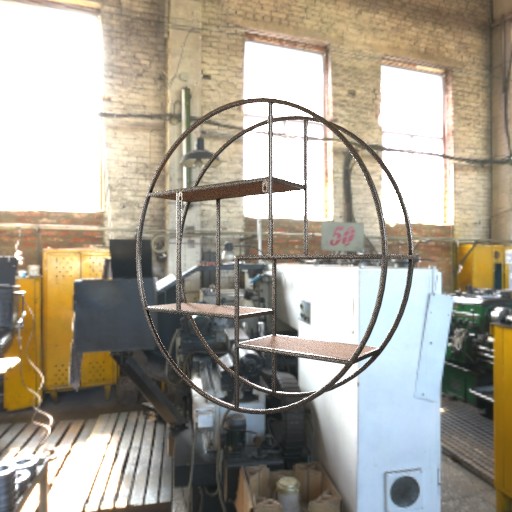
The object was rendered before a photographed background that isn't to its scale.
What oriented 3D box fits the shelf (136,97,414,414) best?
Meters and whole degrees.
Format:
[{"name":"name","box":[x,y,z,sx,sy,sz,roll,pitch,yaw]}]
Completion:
[{"name":"shelf","box":[0.000,0.000,1.349,0.888,0.888,0.202,0,-1,37]}]
